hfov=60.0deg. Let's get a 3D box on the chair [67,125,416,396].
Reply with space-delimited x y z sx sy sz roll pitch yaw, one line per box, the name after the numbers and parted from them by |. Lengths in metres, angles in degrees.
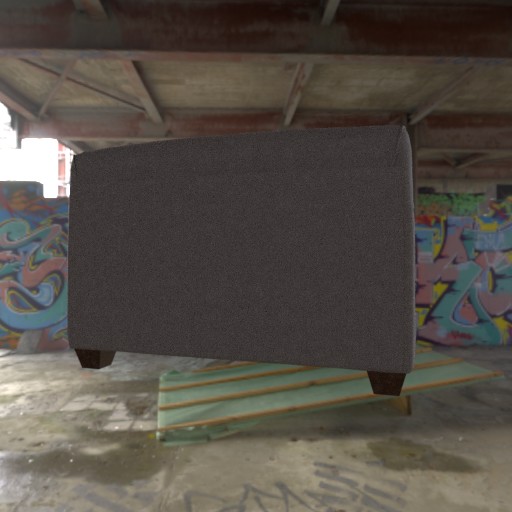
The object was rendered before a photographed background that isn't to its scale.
0.000 0.000 2.107 1.395 0.953 0.992 0 0 17 | chair
